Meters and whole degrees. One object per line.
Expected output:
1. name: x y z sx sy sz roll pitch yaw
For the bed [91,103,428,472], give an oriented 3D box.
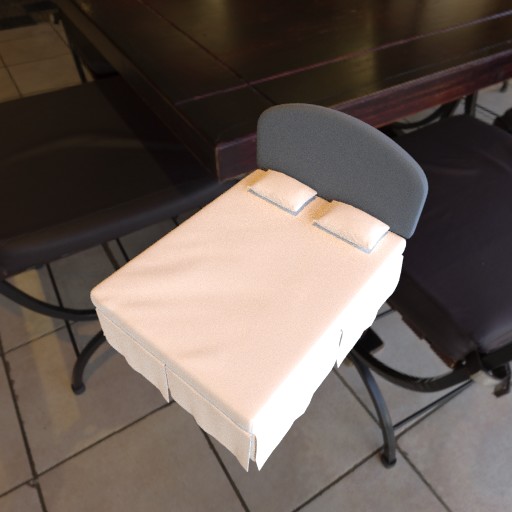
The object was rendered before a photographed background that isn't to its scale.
1. bed: 0.000 0.000 3.193 1.607 1.410 2.005 31 54 26
